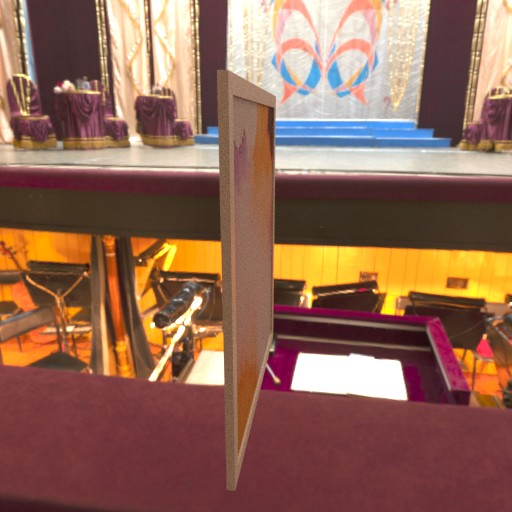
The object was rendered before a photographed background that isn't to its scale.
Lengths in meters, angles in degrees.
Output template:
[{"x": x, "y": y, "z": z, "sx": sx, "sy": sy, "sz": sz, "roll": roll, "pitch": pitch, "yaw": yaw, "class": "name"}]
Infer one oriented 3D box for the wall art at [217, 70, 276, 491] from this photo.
[{"x": 0.000, "y": 0.000, "z": 0.781, "sx": 0.012, "sy": 0.557, "sz": 0.482, "roll": 2, "pitch": 17, "yaw": 8, "class": "wall art"}]
